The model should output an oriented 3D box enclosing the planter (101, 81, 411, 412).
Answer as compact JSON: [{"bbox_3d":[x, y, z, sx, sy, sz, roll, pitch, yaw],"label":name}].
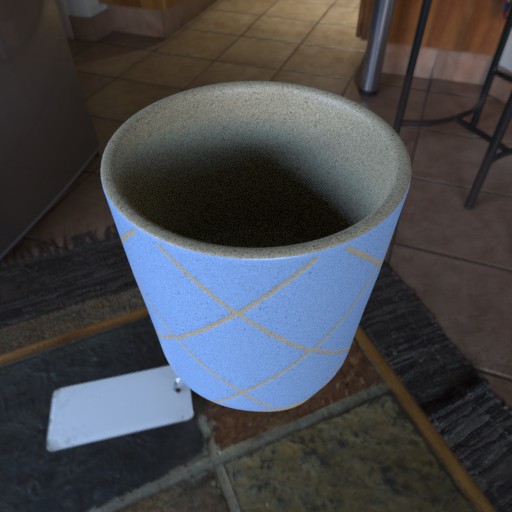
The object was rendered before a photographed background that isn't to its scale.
[{"bbox_3d":[0.000,0.000,0.416,0.227,0.235,0.227,0,46,0],"label":"planter"}]
